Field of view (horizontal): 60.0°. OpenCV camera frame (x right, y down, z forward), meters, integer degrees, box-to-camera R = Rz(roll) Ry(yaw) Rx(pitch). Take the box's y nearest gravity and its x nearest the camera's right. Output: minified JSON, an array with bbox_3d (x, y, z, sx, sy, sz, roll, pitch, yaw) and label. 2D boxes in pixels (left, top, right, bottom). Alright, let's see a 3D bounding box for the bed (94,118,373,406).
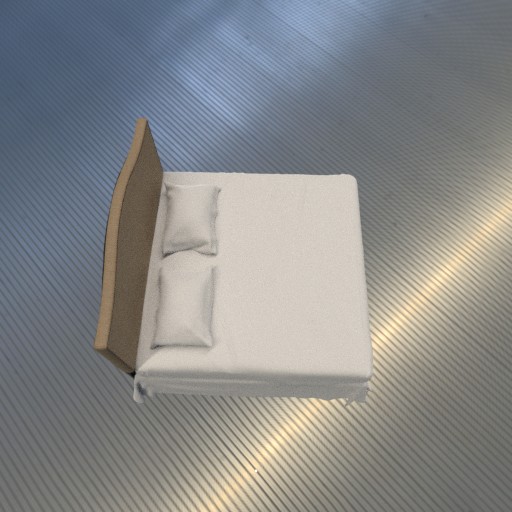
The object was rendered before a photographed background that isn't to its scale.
[{"bbox_3d":[0.000,0.000,3.871,2.222,1.651,2.311,1,64,1],"label":"bed"}]
